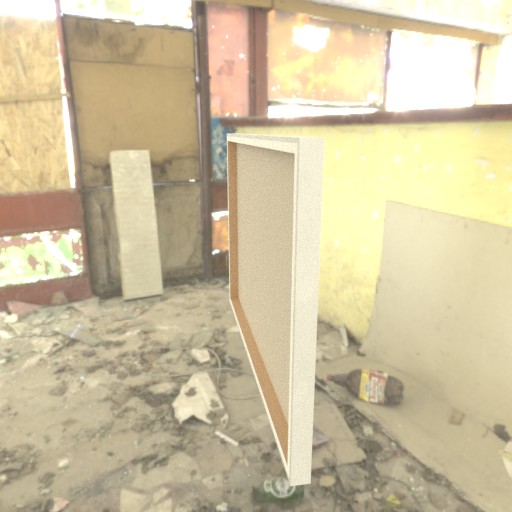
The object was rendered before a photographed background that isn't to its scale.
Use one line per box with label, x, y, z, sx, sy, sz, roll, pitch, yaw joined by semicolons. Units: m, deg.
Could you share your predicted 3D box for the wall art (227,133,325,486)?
wall art;0.000;0.000;1.156;0.038;0.610;0.915;-3;16;-10
